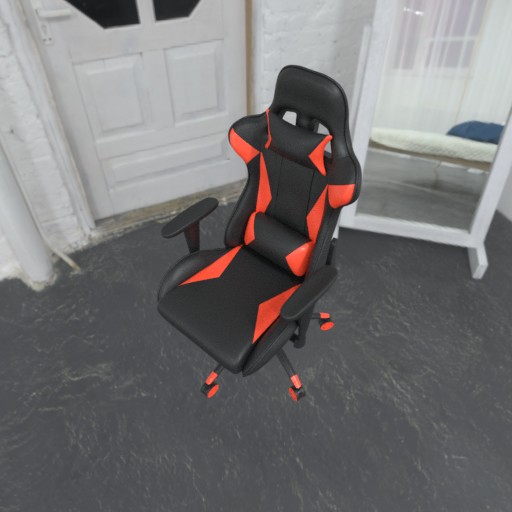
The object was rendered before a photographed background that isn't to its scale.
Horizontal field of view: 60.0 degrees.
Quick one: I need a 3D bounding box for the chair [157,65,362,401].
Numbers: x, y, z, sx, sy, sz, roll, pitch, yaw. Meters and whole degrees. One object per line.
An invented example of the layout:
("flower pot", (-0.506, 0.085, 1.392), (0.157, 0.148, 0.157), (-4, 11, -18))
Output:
("chair", (0.000, 0.000, 1.728), (0.695, 1.282, 0.730), (32, 54, 27))
